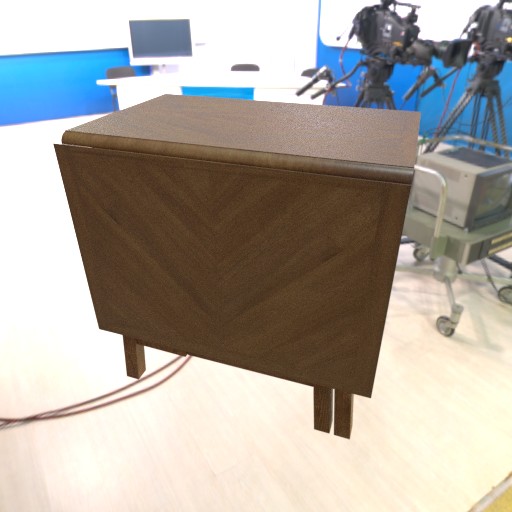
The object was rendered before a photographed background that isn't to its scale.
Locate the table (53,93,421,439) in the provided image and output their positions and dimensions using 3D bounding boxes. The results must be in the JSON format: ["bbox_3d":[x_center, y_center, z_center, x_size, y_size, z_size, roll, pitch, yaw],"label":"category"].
[{"bbox_3d":[0.000,0.000,1.632,0.967,0.981,0.701,10,32,17],"label":"table"}]
